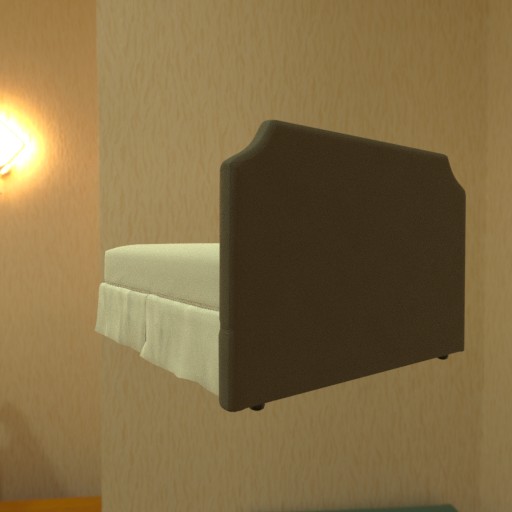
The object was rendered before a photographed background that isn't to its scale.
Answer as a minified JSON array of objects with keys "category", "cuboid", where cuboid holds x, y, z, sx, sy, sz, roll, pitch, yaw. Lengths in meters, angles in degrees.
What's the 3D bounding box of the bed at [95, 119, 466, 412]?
[{"category":"bed","cuboid":[0.000,0.000,3.228,1.831,1.297,2.181,-1,2,-36]}]
